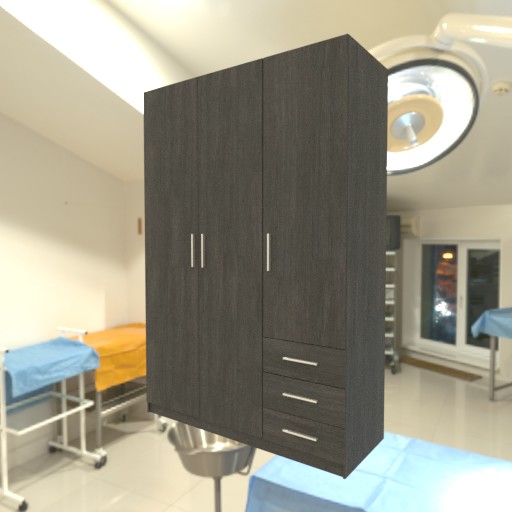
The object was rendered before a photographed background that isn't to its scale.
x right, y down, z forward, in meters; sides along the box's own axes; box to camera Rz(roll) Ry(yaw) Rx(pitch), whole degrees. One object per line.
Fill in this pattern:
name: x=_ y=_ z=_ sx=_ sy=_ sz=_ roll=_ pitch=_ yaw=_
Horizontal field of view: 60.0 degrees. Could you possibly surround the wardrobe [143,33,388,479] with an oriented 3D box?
wardrobe: x=0.000 y=0.000 z=2.462 sx=1.290 sy=1.910 sz=0.510 roll=2 pitch=3 yaw=36
